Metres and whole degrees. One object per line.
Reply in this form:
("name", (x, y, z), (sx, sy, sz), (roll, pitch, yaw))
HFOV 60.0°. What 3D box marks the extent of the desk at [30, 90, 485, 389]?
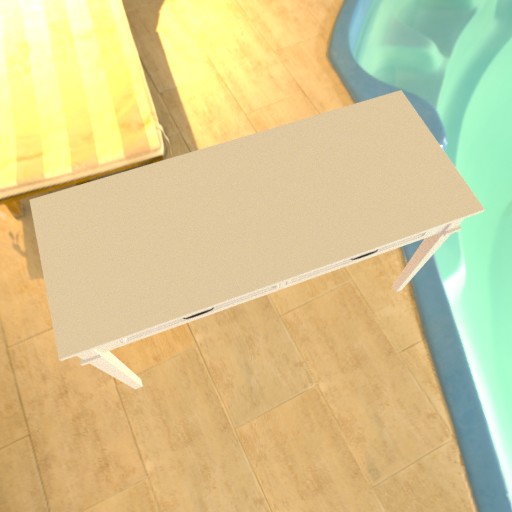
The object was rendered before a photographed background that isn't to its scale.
("desk", (0.000, 0.000, 1.789), (1.372, 0.774, 0.559), (-19, 66, -9))
